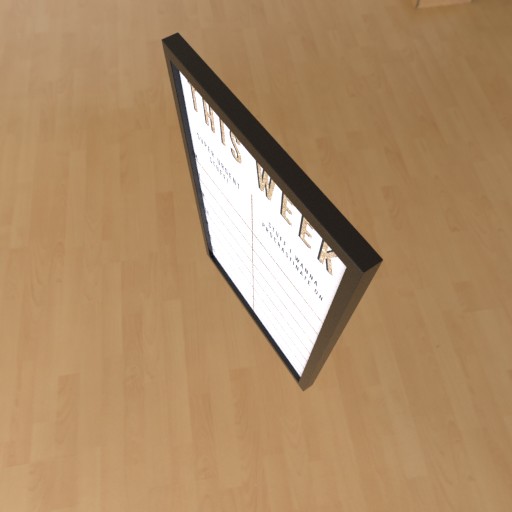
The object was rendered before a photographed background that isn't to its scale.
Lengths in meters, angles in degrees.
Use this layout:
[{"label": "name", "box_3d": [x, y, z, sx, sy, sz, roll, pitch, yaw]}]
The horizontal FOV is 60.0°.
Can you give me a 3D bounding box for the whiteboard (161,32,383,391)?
[{"label": "whiteboard", "box_3d": [0.000, 0.000, 0.775, 0.026, 0.611, 0.406, -31, 67, -15]}]
